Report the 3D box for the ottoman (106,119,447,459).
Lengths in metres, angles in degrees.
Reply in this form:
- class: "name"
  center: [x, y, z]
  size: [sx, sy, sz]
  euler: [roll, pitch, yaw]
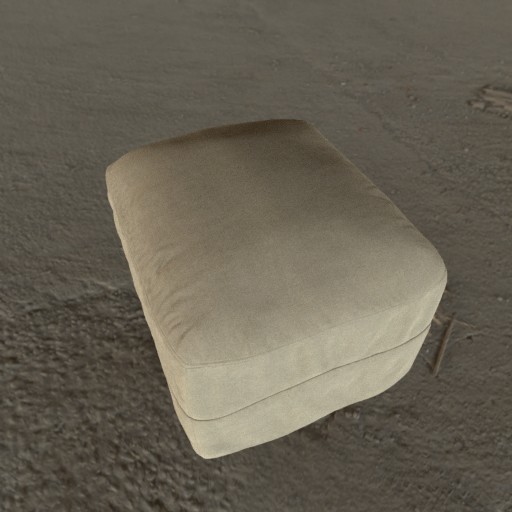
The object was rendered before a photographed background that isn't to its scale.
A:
- class: "ottoman"
  center: [0.000, 0.000, 1.076]
  size: [0.584, 0.480, 0.712]
  euler: [-17, 48, -16]
